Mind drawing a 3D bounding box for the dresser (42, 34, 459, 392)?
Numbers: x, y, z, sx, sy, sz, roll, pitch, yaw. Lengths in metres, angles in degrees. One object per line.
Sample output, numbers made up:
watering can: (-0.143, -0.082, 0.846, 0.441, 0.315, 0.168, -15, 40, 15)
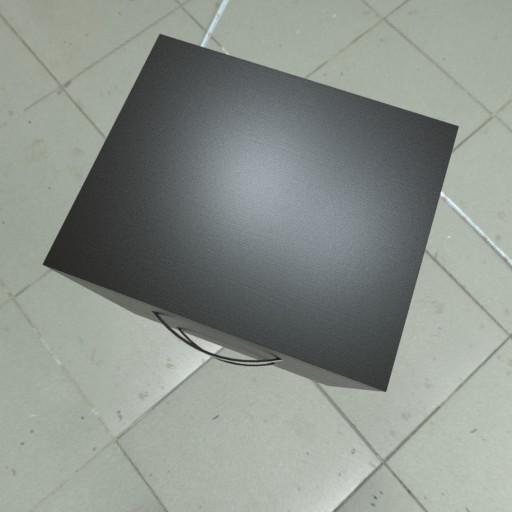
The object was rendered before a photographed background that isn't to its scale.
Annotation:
dresser: (0.000, 0.000, 0.744, 0.400, 0.470, 0.360, 19, 75, 5)
